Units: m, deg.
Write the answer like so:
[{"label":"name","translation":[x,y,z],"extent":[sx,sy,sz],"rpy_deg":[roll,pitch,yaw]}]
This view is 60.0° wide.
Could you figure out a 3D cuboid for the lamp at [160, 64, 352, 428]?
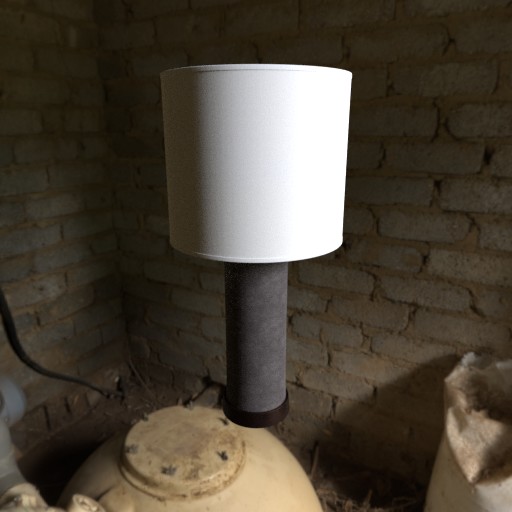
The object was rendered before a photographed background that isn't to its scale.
[{"label":"lamp","translation":[0.000,0.000,0.797],"extent":[0.301,0.630,0.301],"rpy_deg":[-3,17,-9]}]
